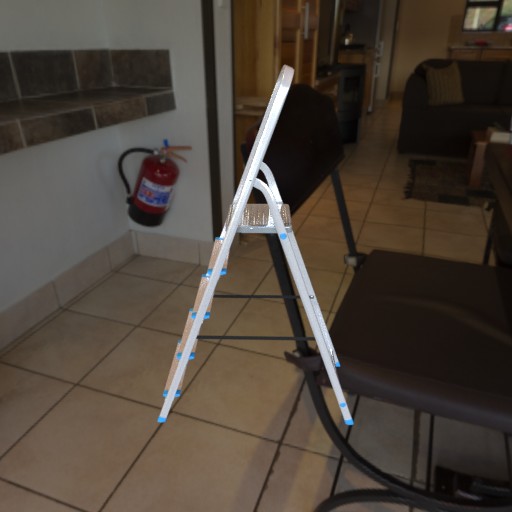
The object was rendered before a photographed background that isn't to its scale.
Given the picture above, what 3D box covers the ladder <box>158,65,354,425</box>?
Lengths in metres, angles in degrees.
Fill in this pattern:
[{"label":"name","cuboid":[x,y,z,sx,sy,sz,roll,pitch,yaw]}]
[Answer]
[{"label":"ladder","cuboid":[0.000,0.000,2.085,0.990,1.648,0.468,0,26,1]}]
